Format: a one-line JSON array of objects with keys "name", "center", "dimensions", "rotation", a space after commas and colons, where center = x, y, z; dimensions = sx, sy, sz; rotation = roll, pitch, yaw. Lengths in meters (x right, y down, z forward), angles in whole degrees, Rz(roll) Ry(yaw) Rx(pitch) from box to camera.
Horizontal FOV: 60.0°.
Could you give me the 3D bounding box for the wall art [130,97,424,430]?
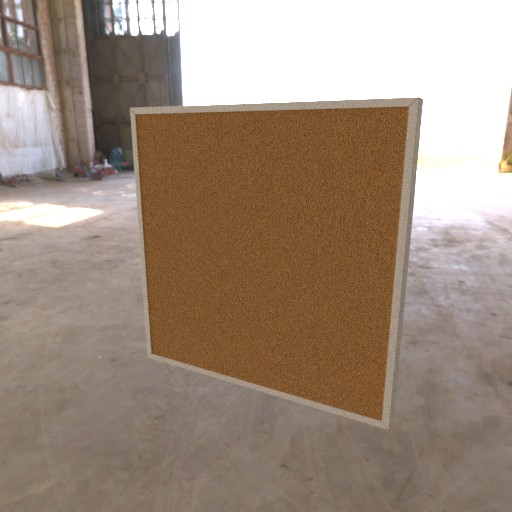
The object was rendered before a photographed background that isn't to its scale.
[{"name": "wall art", "center": [0.000, 0.000, 0.780], "dimensions": [0.508, 0.508, 0.037], "rotation": [8, 17, 27]}]
